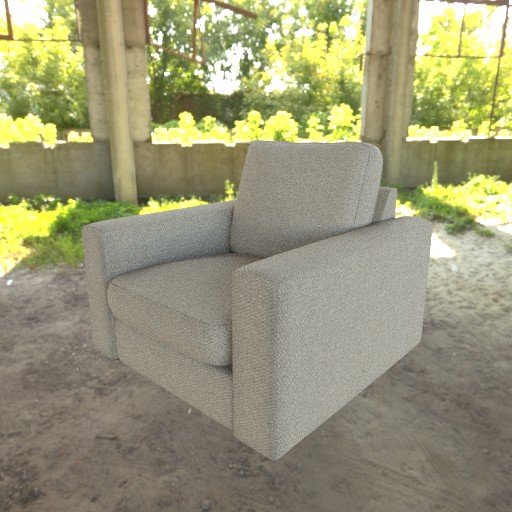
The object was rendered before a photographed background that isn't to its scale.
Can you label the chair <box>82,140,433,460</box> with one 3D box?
[{"bbox_3d":[0.000,0.000,1.759,1.005,0.873,1.016,14,21,40],"label":"chair"}]
